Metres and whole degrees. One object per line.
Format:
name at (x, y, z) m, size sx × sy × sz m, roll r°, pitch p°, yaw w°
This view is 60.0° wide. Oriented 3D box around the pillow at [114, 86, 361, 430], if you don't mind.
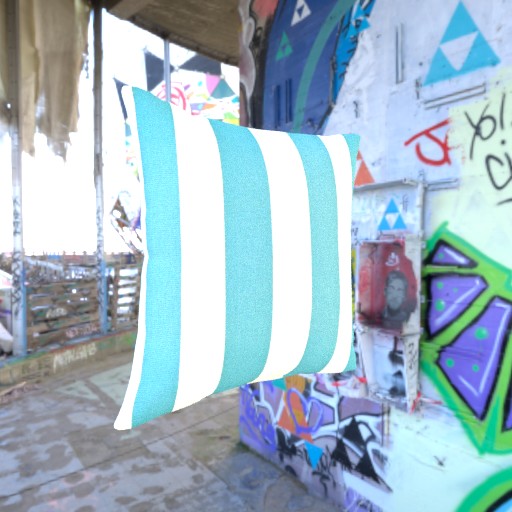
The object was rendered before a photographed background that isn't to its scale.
pillow at (0.000, 0.000, 0.827) m, size 0.536 × 0.526 × 0.189 m, roll -1°, pitch 2°, yaw -36°
